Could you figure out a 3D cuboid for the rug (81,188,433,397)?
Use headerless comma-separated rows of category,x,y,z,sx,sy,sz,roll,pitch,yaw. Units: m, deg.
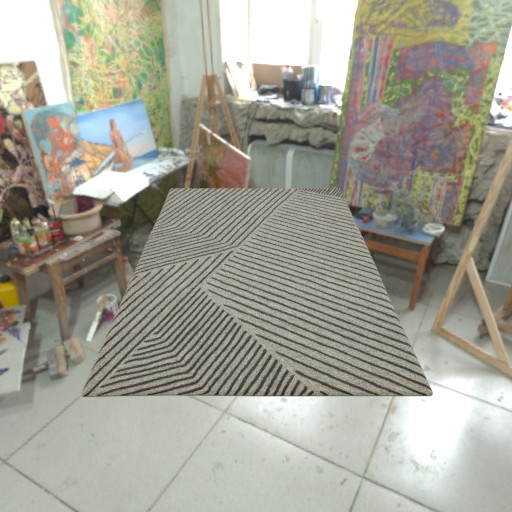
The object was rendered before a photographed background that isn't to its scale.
rug,0.000,0.000,2.961,1.539,0.023,2.406,0,30,0
